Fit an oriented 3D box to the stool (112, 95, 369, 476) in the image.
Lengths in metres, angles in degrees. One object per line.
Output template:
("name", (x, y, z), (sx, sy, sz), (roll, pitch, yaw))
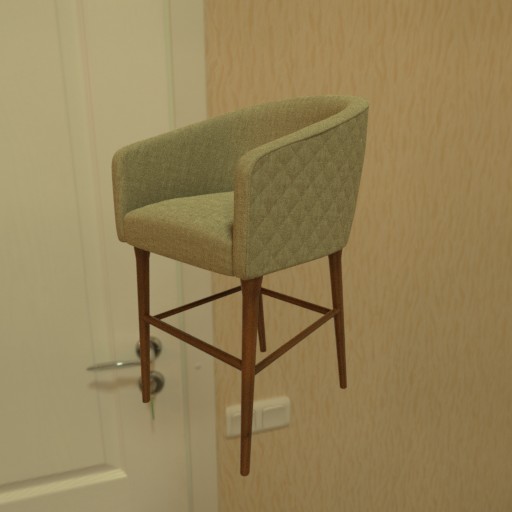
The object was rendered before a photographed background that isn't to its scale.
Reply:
("stool", (0.000, 0.000, 1.347), (0.559, 0.952, 0.635), (14, 21, 42))
